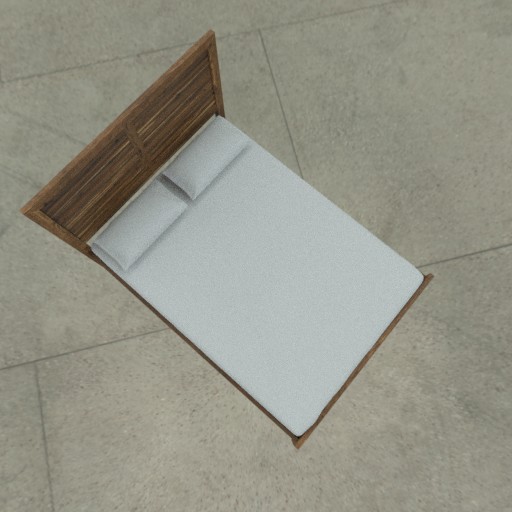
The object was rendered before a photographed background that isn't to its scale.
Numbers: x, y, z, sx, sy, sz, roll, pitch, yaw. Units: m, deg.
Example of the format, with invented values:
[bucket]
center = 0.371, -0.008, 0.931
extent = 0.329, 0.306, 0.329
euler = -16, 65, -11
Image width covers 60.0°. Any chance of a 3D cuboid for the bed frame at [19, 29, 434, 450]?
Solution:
[bed frame]
center = 0.000, 0.000, 3.303
extent = 2.276, 1.417, 1.696
euler = 40, 79, 9
